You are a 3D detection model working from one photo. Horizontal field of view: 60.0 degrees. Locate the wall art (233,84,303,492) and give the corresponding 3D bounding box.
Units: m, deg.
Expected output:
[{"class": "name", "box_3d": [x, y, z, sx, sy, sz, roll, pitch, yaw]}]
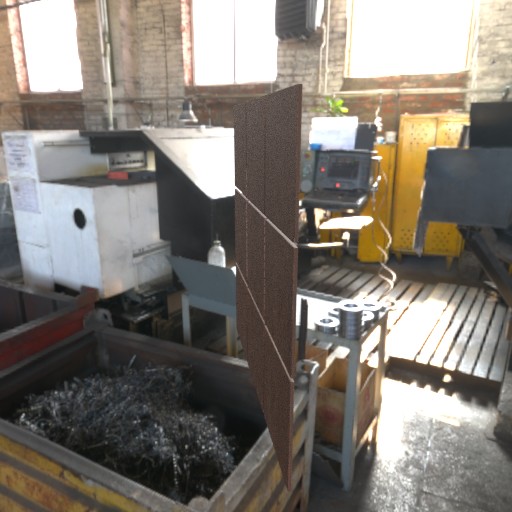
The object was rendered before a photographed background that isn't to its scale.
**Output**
[{"class": "wall art", "box_3d": [0.000, 0.000, 2.279, 0.014, 1.525, 1.527, -3, 16, -10]}]
